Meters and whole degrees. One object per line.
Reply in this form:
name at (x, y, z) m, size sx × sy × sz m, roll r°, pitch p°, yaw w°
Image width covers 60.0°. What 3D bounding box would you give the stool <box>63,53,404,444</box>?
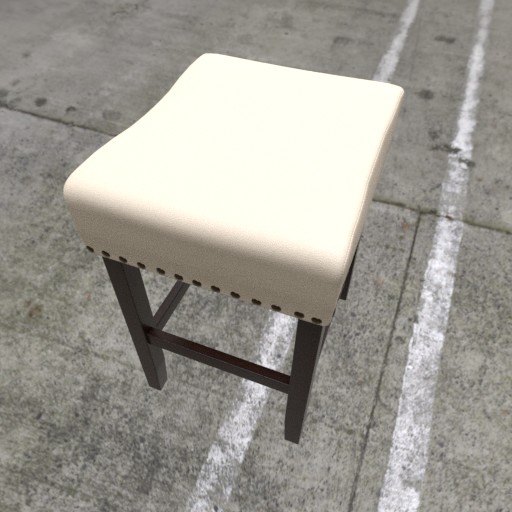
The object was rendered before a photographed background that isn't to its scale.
stool at (0.000, 0.000, 0.912) m, size 0.401 × 0.609 × 0.471 m, roll 16°, pitch 50°, yaw 14°
